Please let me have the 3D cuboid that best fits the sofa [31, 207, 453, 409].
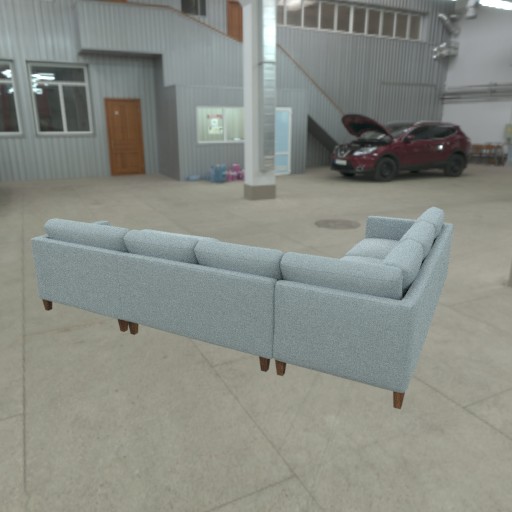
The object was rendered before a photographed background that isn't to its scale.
[{"bbox_3d":[0.000,0.000,4.423,3.403,0.889,2.551,9,19,27],"label":"sofa"}]
